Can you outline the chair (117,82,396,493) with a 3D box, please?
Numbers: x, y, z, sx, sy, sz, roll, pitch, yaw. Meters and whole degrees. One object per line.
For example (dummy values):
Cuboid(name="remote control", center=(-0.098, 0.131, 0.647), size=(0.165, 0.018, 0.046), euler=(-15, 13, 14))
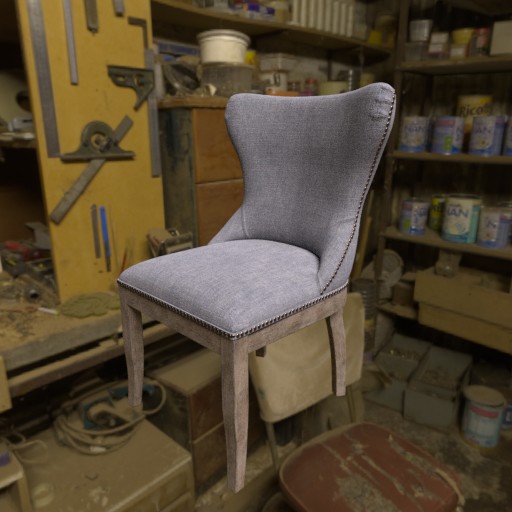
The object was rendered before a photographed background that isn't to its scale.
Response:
Cuboid(name="chair", center=(0.000, 0.000, 1.385), size=(0.681, 1.002, 0.654), euler=(-15, 22, -42))
